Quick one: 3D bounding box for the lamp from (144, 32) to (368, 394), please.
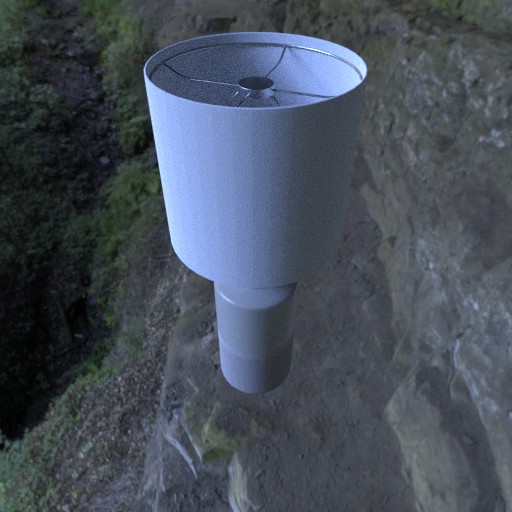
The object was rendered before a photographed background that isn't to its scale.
[{"bbox_3d":[0.000,0.000,0.588,0.212,0.493,0.212,13,43,15],"label":"lamp"}]
